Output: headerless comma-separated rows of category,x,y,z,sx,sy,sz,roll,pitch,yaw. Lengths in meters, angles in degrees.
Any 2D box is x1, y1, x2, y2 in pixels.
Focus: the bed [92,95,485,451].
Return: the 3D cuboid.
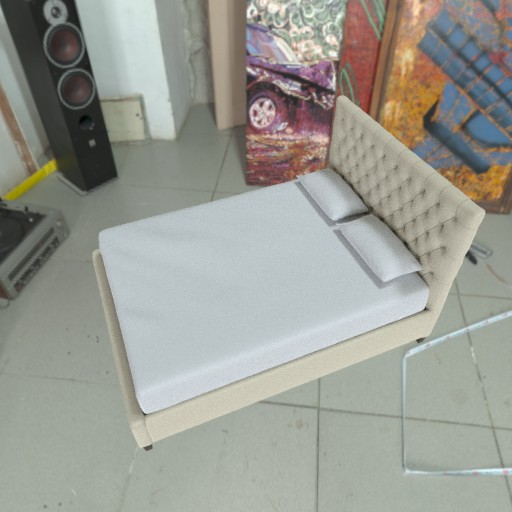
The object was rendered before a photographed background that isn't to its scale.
bed,0.000,0.000,3.402,2.387,1.427,1.698,-17,48,-16
